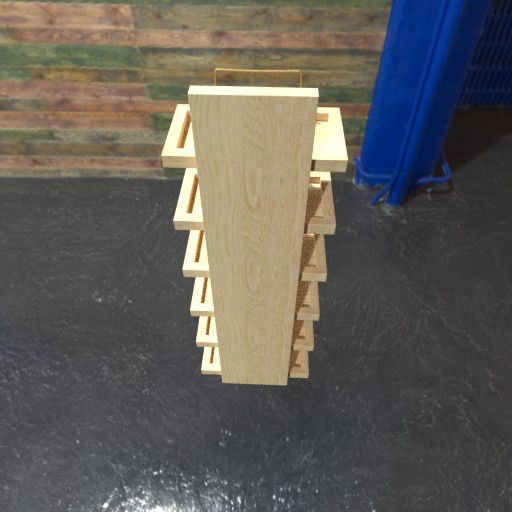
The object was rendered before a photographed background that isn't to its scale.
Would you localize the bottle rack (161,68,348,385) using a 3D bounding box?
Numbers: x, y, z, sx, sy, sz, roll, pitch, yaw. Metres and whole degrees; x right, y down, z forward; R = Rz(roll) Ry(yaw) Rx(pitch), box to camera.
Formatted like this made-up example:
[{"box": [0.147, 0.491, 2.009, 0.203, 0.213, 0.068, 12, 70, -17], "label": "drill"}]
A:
[{"box": [0.000, 0.000, 1.086, 0.330, 0.943, 0.206, 2, 48, 2], "label": "bottle rack"}]
